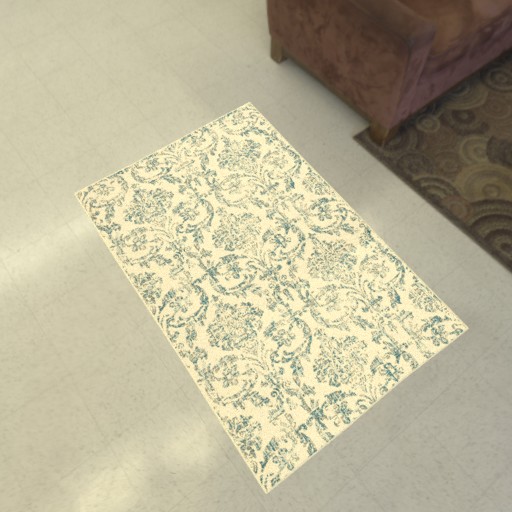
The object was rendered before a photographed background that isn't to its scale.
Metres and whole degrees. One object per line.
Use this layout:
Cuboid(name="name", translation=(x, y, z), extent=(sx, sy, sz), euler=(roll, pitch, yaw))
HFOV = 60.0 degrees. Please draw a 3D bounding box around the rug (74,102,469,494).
Cuboid(name="rug", translation=(0.000, 0.000, 3.466), extent=(1.819, 0.018, 2.746), euler=(-33, 67, -15))
